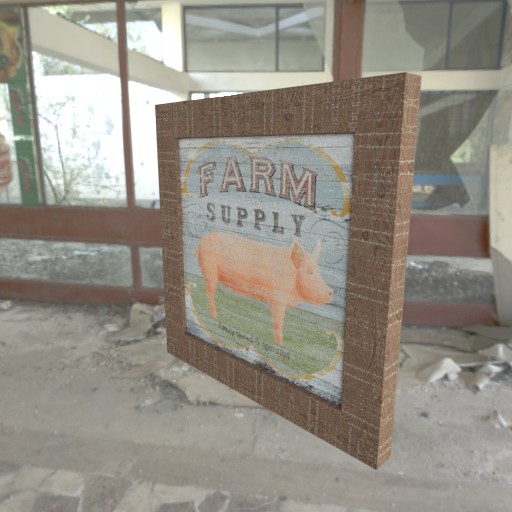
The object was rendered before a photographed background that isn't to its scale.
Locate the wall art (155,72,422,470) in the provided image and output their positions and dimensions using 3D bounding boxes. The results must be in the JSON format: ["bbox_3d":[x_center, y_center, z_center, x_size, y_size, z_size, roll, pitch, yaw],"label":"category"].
[{"bbox_3d":[0.000,0.000,0.768,0.040,0.531,0.531,-13,19,-43],"label":"wall art"}]
